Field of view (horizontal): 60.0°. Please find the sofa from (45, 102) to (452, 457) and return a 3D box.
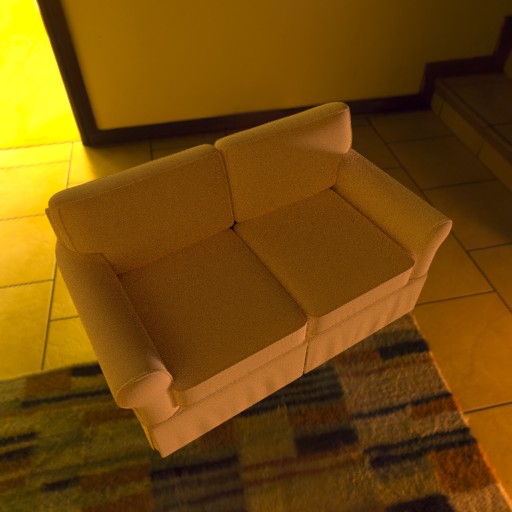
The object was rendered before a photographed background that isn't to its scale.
[{"bbox_3d":[0.000,0.000,2.236,1.727,0.940,0.991,-24,51,-21],"label":"sofa"}]
